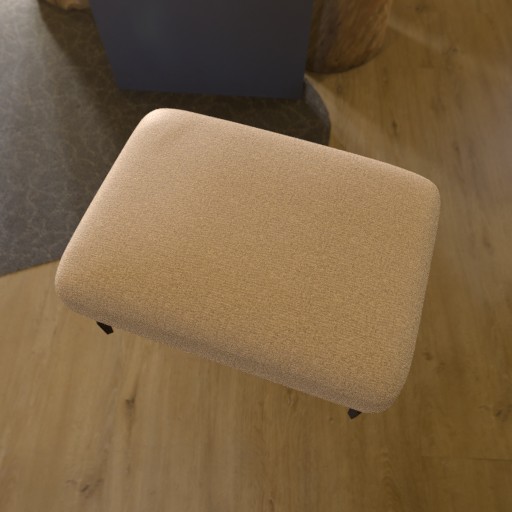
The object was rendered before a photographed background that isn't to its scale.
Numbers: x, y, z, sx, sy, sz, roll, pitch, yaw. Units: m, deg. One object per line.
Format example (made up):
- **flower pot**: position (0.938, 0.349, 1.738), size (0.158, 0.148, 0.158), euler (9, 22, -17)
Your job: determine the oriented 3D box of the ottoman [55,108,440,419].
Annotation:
- **ottoman**: position (0.000, 0.000, 1.097), size (0.772, 0.420, 0.568), euler (17, 66, 8)
